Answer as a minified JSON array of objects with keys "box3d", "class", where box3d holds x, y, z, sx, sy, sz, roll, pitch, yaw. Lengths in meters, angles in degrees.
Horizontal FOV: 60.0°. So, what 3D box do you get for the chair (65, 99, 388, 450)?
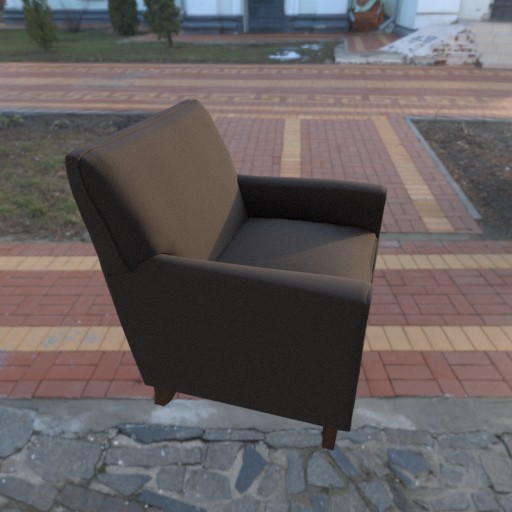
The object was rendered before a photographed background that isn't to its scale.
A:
[{"box3d":[0.000,0.000,1.588,0.831,0.911,0.836,9,32,15],"class":"chair"}]
